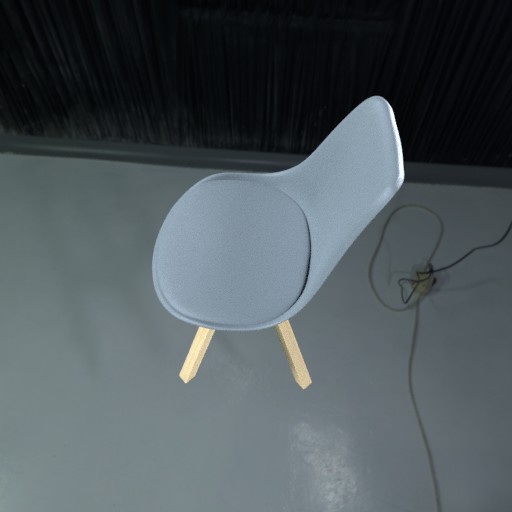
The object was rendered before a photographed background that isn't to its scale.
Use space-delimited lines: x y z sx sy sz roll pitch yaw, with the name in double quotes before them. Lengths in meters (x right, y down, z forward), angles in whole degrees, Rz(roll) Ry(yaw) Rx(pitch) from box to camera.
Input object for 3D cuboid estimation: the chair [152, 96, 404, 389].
"chair" 0.000 0.000 1.190 0.549 0.850 0.485 3 58 2
